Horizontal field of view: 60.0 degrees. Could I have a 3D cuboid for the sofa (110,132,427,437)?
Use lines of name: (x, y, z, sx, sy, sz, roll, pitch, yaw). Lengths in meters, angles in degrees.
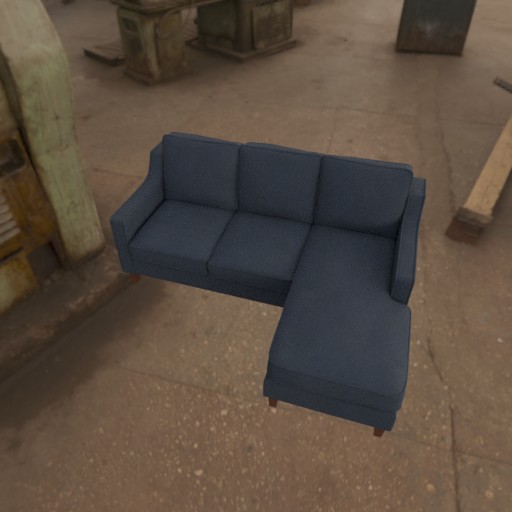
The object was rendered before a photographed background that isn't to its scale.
sofa: (0.000, 0.000, 3.331, 2.317, 1.066, 1.858, 12, 43, 13)
